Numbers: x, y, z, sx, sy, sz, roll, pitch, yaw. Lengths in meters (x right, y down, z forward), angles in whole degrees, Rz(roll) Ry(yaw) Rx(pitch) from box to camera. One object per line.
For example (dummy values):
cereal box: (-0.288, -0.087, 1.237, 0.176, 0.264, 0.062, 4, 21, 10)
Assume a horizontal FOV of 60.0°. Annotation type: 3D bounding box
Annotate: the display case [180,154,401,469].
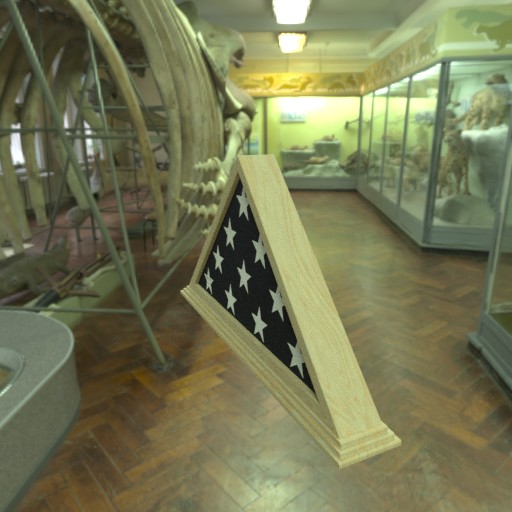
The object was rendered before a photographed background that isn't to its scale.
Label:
display case: (0.000, 0.000, 0.765, 0.095, 0.340, 0.640, -8, 18, -25)
